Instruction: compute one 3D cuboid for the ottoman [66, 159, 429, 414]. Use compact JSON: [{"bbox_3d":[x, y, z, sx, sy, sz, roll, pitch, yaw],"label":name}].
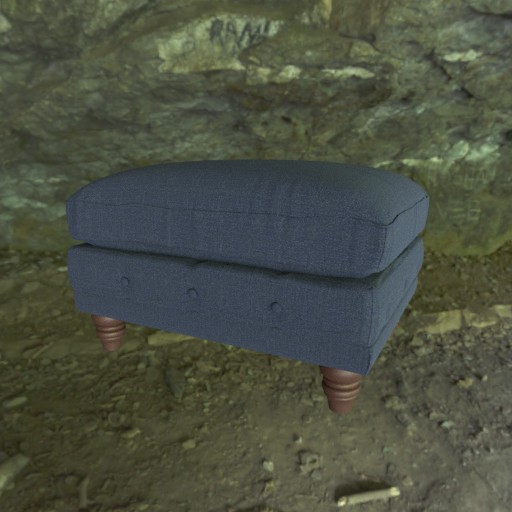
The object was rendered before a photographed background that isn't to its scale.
[{"bbox_3d":[0.000,0.000,1.146,0.767,0.486,0.558,7,14,27],"label":"ottoman"}]
